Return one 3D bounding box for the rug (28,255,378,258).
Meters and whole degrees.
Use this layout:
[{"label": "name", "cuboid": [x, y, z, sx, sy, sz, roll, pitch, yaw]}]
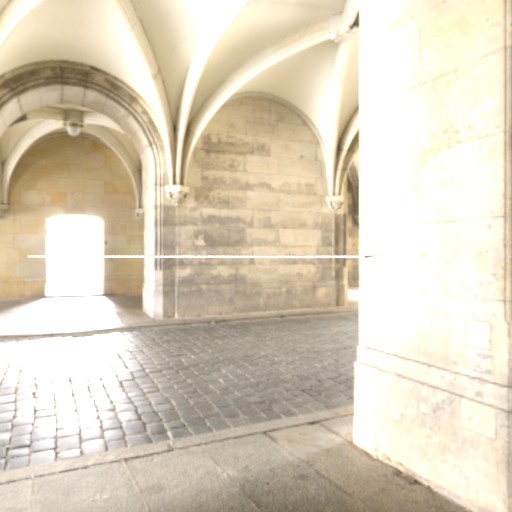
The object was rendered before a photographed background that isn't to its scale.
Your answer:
[{"label": "rug", "cuboid": [0.000, 0.000, 2.312, 1.202, 0.006, 1.813, 0, 0, 17]}]
